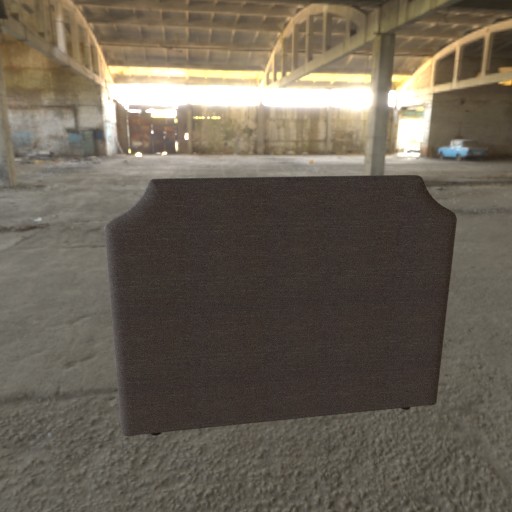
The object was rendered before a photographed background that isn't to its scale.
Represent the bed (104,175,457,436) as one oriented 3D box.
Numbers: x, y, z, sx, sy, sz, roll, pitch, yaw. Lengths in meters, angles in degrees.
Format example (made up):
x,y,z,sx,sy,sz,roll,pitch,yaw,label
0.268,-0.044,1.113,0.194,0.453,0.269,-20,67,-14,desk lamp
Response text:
x,y,z,sx,sy,sz,roll,pitch,yaw,label
0.000,0.000,3.160,1.693,1.290,2.116,-2,15,-9,bed
